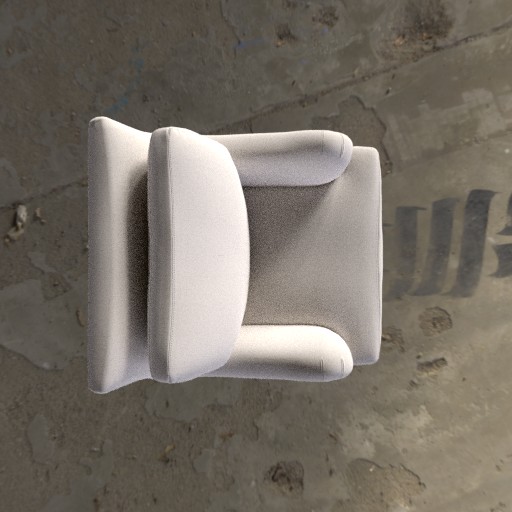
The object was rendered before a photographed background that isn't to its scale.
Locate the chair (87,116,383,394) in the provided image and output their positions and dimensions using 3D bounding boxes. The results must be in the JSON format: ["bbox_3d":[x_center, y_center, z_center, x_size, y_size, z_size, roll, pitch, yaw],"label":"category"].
[{"bbox_3d":[0.000,0.000,1.857,1.070,1.038,0.955,0,90,0],"label":"chair"}]
